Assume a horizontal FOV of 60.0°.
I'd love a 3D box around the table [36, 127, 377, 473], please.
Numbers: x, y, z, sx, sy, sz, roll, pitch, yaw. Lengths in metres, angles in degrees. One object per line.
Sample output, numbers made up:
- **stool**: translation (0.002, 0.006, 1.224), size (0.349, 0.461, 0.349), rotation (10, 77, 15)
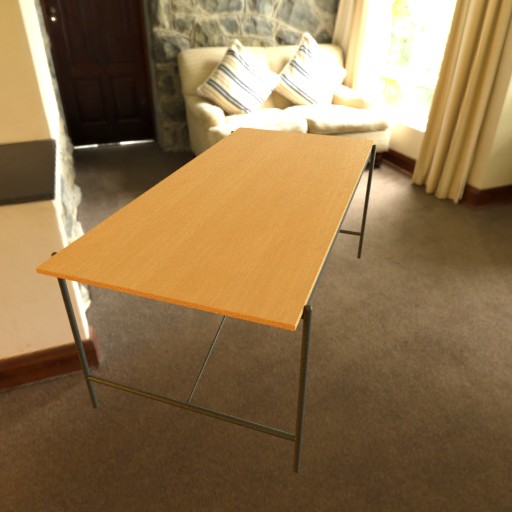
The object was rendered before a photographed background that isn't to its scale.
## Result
- **table**: translation (0.000, 0.000, 2.209), size (0.900, 0.758, 1.800), rotation (10, 32, 17)
